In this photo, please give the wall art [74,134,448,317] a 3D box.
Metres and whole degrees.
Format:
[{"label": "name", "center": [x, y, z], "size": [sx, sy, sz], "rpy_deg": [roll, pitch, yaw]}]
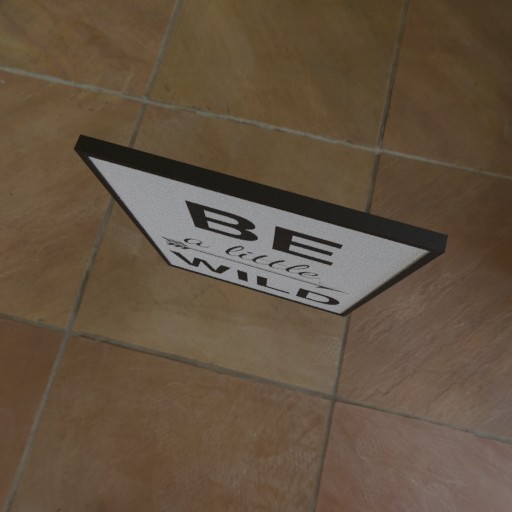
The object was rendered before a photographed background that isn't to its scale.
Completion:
[{"label": "wall art", "center": [0.000, 0.000, 1.440], "size": [0.806, 1.062, 0.038], "rpy_deg": [16, 76, 4]}]
